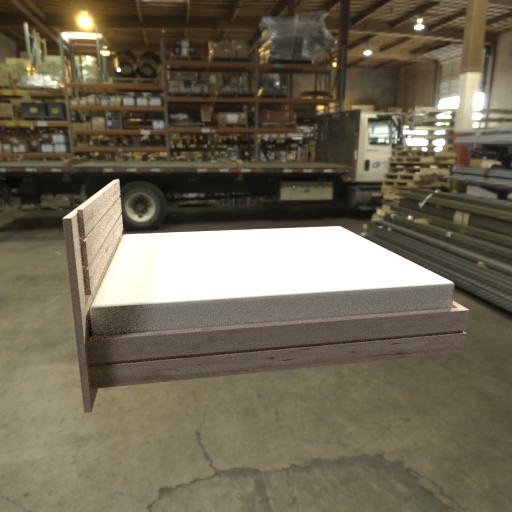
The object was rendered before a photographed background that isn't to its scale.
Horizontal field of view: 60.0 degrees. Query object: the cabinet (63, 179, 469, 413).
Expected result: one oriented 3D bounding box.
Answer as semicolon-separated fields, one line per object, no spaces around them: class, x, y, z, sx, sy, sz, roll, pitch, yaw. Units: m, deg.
cabinet;0.000;0.000;3.146;2.080;0.970;1.950;-3;15;-11
